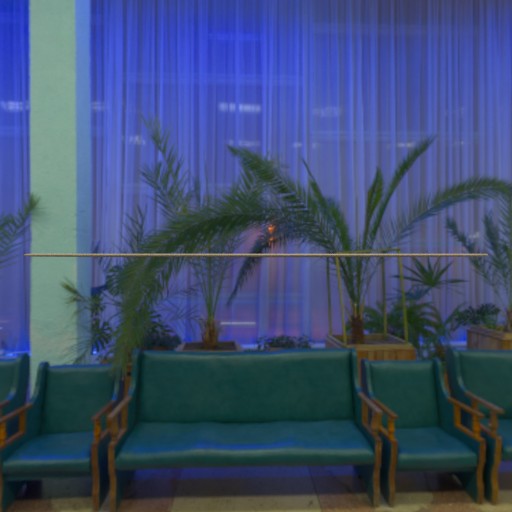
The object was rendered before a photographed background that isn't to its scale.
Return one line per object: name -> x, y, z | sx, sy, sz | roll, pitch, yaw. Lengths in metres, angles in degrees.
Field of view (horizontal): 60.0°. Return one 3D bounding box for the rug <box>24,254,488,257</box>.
rug -> 0.000, 0.000, 4.120 | 3.039, 0.018, 2.462 | 0, 0, -1
